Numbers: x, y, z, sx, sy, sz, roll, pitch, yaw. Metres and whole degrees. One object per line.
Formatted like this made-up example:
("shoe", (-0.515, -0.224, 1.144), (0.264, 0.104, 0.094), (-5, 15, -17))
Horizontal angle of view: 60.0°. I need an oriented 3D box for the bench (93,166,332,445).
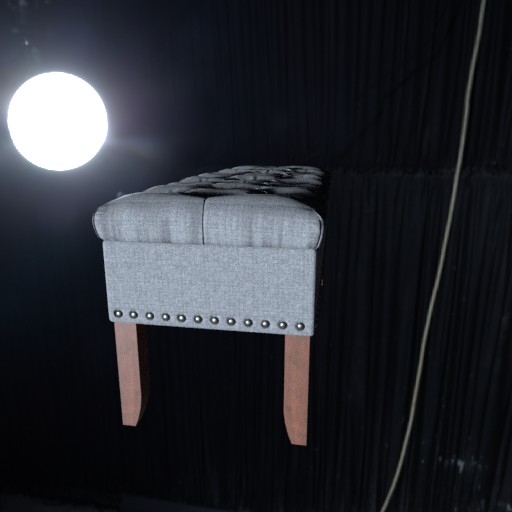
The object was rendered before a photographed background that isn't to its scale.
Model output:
("bench", (0.000, 0.000, 1.298), (0.417, 0.470, 1.052), (3, 15, 10))
